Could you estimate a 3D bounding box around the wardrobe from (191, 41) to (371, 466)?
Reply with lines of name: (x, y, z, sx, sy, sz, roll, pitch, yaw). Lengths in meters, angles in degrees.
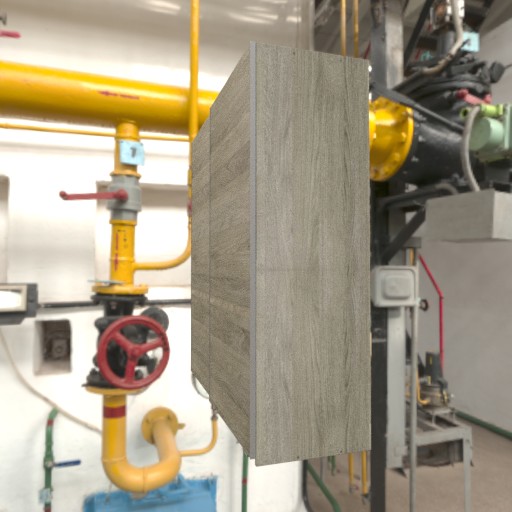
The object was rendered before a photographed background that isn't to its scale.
wardrobe: (0.000, 0.000, 2.972, 0.629, 1.960, 1.780, 0, -1, -18)
